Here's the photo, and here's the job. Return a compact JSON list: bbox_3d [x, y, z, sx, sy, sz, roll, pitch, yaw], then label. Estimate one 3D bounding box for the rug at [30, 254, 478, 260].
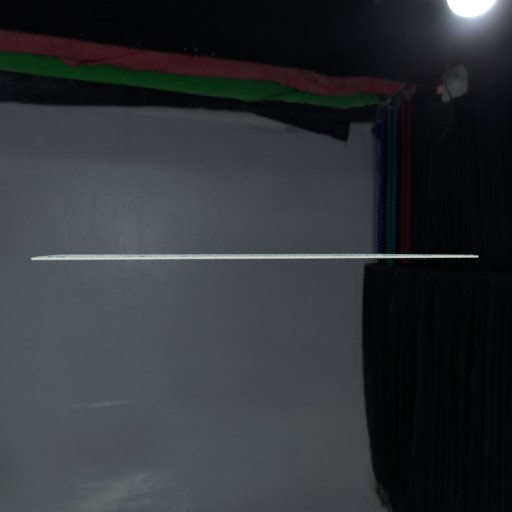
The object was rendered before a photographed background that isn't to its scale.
[{"bbox_3d":[0.000,0.000,1.411,1.220,0.007,0.605,0,1,-20],"label":"rug"}]
